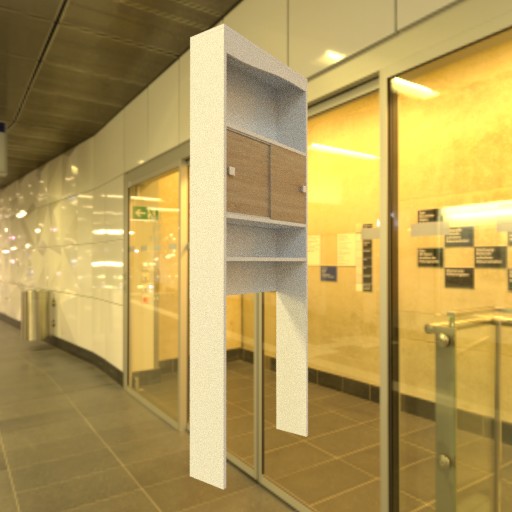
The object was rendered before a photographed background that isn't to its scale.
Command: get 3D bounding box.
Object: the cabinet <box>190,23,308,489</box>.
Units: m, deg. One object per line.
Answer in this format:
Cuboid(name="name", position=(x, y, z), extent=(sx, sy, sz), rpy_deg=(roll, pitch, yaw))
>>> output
Cuboid(name="cabinet", position=(0.000, 0.000, 1.991), extent=(0.192, 1.770, 0.643), rpy_deg=(-1, -1, 36))
